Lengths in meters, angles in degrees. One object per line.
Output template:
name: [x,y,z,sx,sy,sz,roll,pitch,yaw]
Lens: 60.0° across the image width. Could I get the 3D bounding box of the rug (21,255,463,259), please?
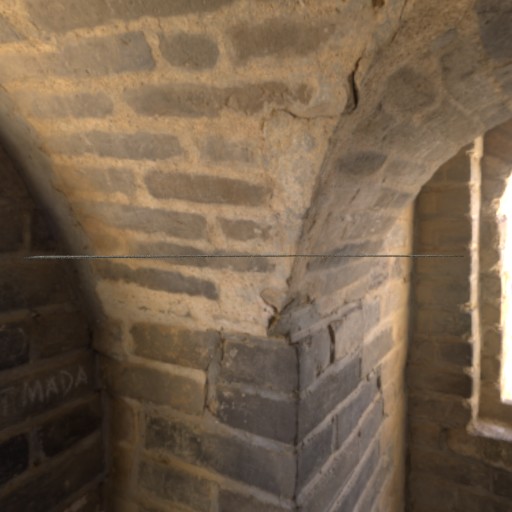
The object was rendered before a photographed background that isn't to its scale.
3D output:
rug: [0.000,0.000,2.552,2.340,0.013,0.686,0,1,-18]
